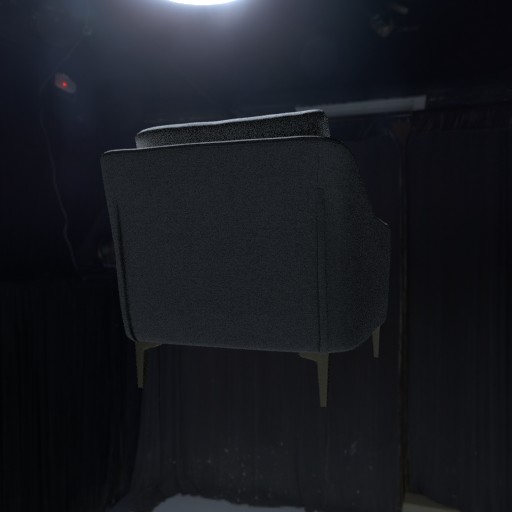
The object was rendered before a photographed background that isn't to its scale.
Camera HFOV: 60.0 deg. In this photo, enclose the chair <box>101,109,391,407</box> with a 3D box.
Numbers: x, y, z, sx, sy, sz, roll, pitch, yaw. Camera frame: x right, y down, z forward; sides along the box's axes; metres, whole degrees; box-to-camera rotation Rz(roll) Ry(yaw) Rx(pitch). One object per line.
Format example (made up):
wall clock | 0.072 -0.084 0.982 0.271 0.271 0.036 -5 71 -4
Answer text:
chair | 0.000 0.000 1.723 0.986 0.902 0.961 0 0 18
